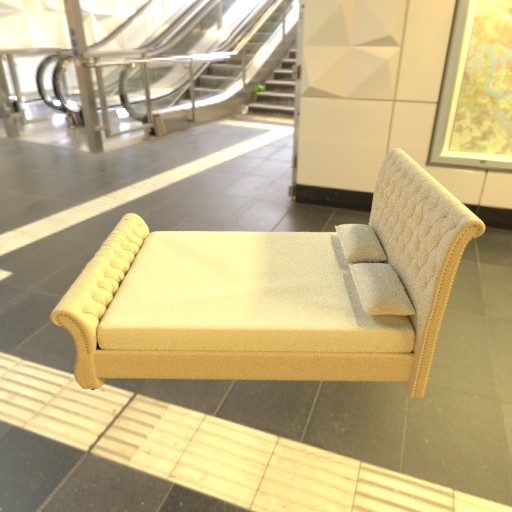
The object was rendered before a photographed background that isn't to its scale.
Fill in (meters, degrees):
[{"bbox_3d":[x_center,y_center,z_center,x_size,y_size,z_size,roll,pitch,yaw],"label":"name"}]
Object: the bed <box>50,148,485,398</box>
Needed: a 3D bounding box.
[{"bbox_3d":[0.000,0.000,3.367,2.493,1.268,1.606,0,27,1],"label":"bed"}]
